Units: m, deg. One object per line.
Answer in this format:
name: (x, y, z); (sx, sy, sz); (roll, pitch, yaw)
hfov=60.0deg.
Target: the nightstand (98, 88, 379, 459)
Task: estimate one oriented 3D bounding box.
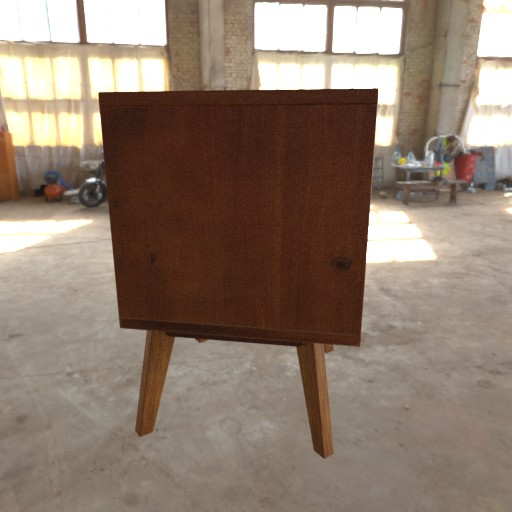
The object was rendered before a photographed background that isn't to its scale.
nightstand: (0.000, 0.000, 0.928); (0.411, 0.618, 0.460); (3, 16, 9)
